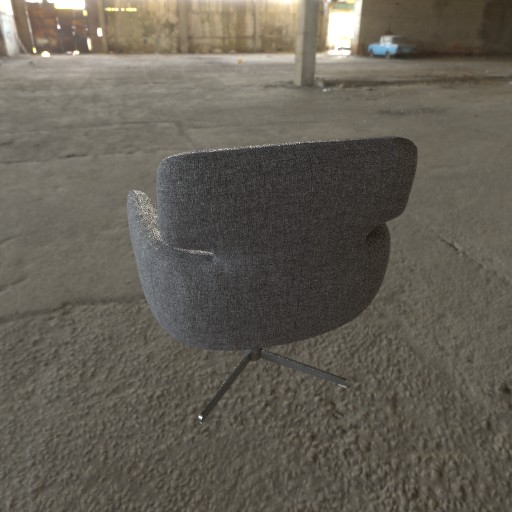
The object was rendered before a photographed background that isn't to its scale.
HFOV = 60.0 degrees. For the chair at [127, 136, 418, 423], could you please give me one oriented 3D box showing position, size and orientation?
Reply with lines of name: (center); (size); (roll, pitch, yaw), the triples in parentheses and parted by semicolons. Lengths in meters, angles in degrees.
chair: (0.000, 0.000, 1.344); (0.706, 0.812, 0.715); (-8, 28, -16)
